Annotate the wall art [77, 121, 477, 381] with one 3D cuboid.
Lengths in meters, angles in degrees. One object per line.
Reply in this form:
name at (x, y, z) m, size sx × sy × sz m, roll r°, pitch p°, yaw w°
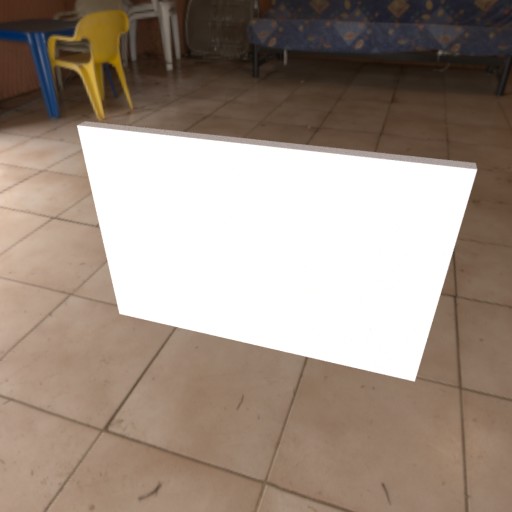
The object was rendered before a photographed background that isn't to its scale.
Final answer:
wall art at (0.000, 0.000, 1.139) m, size 0.898 × 0.601 × 0.038 m, roll 10°, pitch 35°, yaw 15°
